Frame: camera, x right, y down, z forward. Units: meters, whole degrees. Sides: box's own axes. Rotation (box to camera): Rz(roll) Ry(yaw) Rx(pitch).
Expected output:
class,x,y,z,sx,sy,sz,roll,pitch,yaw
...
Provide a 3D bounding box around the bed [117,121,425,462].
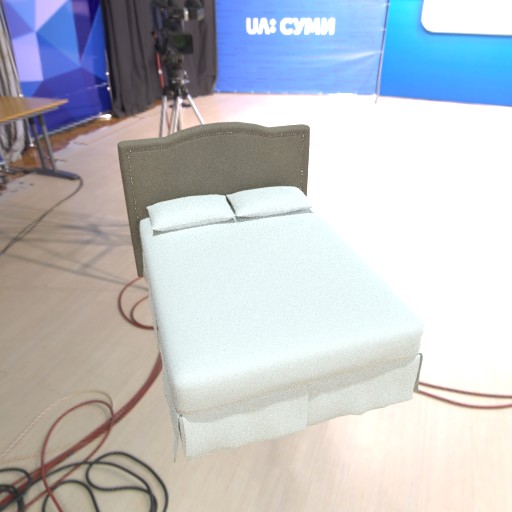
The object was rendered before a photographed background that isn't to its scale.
class,x,y,z,sx,sy,sz,roll,pitch,yaw
bed,0.000,0.000,3.321,1.744,1.441,2.128,-10,34,-15
